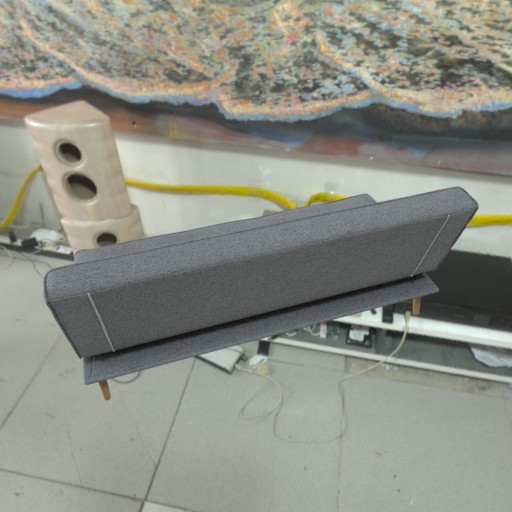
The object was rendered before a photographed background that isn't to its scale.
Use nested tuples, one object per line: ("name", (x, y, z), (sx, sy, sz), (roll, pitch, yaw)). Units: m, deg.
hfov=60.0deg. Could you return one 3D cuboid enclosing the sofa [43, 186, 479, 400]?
("sofa", (0.000, 0.000, 2.278), (1.820, 0.830, 0.810), (-12, 43, -14))
